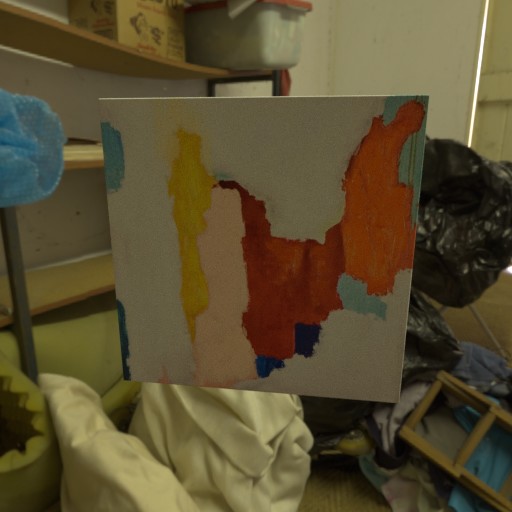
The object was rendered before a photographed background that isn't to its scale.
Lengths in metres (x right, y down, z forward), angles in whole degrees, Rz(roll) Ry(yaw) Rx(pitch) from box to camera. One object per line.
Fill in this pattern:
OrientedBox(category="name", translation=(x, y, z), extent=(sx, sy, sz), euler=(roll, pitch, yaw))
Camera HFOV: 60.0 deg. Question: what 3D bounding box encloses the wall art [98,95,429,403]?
OrientedBox(category="wall art", translation=(0.000, 0.000, 1.504), extent=(1.017, 1.017, 0.044), euler=(2, 16, 8))
